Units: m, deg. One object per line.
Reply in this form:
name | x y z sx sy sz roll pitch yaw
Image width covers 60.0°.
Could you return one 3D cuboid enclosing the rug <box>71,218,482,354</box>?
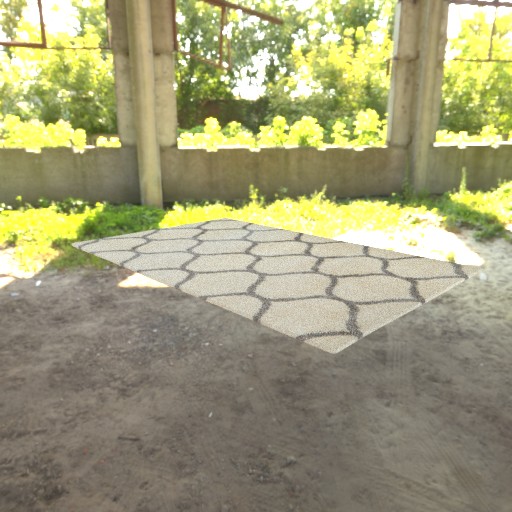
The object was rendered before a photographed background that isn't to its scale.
rug | 0.000 0.000 2.942 1.501 0.024 2.348 -14 21 -43
